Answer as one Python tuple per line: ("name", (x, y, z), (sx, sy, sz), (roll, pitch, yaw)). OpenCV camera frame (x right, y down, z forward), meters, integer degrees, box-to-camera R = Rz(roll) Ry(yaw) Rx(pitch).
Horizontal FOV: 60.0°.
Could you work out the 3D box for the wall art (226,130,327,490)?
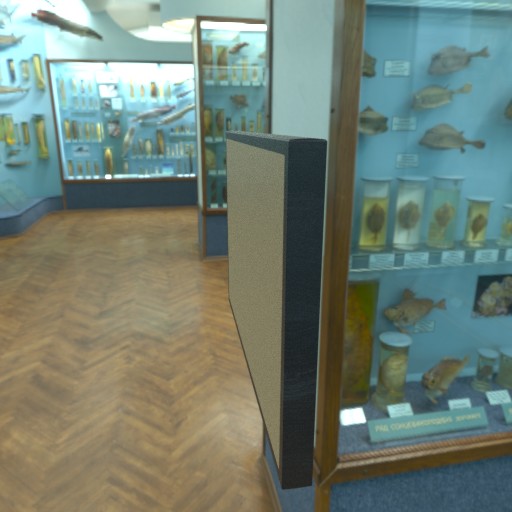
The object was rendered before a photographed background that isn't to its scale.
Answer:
("wall art", (0.000, 0.000, 0.764), (0.038, 0.409, 0.610), (-3, 17, -9))
